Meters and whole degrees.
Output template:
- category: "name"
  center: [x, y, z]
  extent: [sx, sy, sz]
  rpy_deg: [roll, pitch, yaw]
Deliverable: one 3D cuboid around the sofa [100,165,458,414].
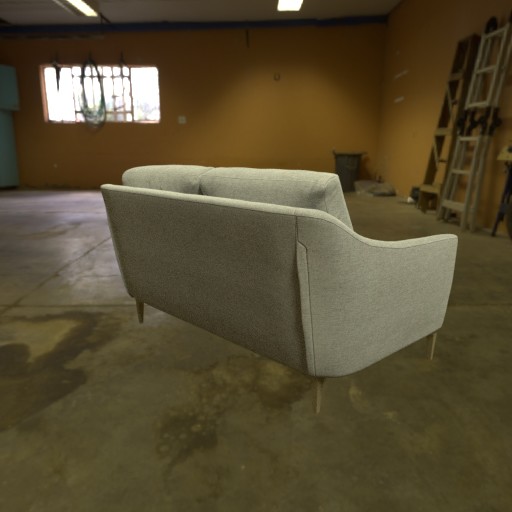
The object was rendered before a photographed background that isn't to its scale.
- category: "sofa"
  center: [0.000, 0.000, 2.225]
  extent: [1.619, 0.904, 0.960]
  rpy_deg: [13, 19, 43]
